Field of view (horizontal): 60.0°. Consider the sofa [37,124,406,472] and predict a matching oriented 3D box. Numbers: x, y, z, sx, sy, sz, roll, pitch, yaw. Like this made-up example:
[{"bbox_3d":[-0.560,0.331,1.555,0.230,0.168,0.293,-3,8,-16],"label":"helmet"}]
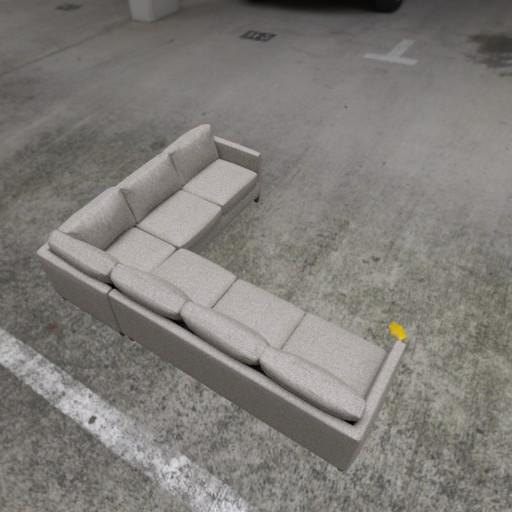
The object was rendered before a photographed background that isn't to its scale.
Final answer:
[{"bbox_3d":[0.000,0.000,4.435,3.302,0.947,2.593,25,51,22],"label":"sofa"}]
